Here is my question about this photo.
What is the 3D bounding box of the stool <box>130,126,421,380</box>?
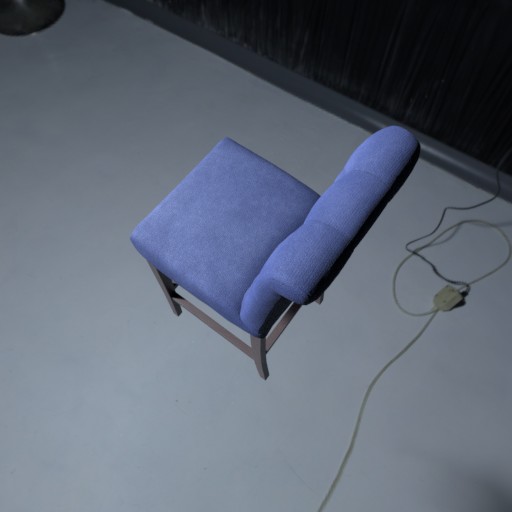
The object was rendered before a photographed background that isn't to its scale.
[{"bbox_3d":[0.000,0.000,1.457,0.601,1.140,0.493,34,69,15],"label":"stool"}]
